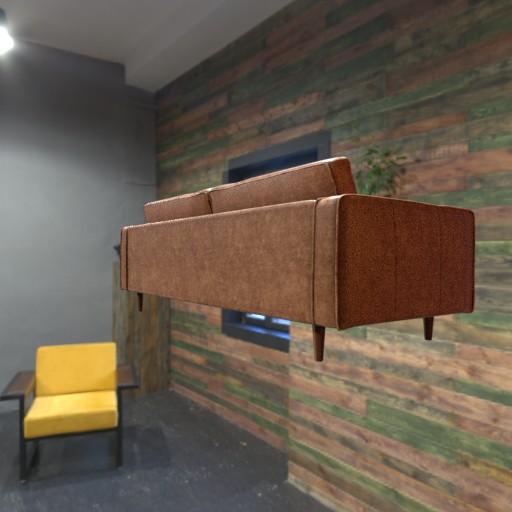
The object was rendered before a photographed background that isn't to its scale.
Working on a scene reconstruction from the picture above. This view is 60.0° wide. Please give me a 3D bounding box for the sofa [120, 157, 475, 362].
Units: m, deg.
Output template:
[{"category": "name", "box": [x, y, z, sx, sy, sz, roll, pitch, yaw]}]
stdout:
[{"category": "sofa", "box": [0.000, 0.000, 2.588, 0.886, 0.779, 2.199, 0, 0, -36]}]
